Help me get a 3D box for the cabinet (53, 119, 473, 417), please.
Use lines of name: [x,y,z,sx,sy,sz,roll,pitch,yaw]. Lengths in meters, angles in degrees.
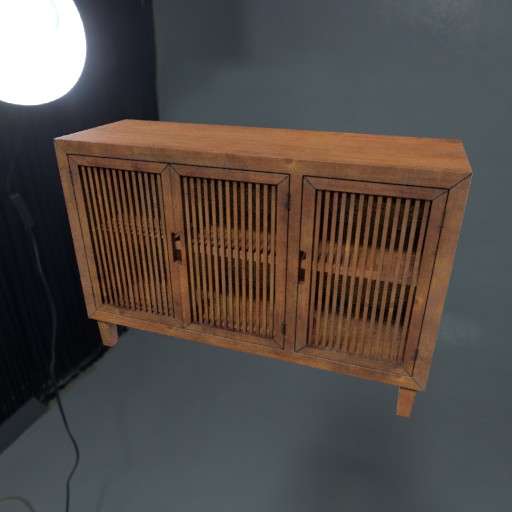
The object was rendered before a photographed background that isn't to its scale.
cabinet: [0.000,0.000,1.554,1.204,0.805,0.403,9,27,17]
